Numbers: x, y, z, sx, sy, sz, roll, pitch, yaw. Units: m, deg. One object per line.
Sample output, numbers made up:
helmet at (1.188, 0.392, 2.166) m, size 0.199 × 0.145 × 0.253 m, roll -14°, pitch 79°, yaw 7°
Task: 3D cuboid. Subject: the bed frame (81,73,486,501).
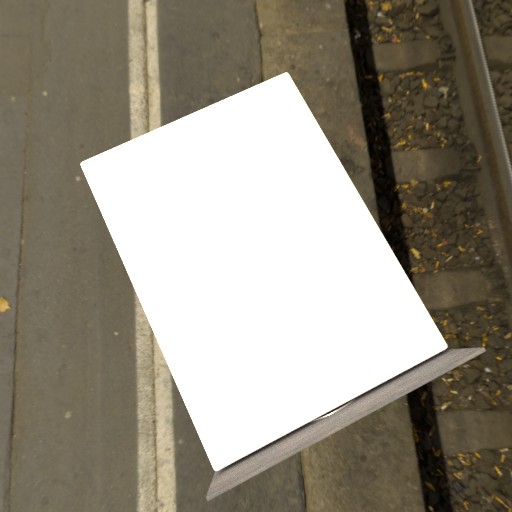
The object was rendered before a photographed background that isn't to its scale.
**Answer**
bed frame at (0.000, 0.000, 2.534) m, size 1.400 × 0.800 × 1.900 m, roll -26°, pitch 78°, yaw -6°
